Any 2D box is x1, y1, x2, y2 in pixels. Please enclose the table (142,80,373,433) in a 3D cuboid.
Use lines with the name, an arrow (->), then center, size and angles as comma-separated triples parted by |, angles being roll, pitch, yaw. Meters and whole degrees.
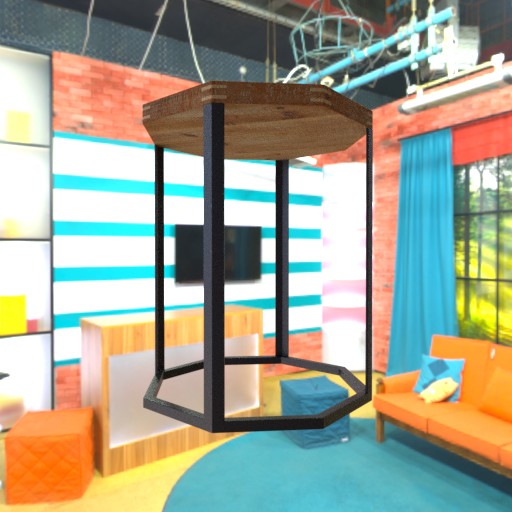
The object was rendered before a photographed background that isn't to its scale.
table -> 0.000, 0.000, 0.901 | 0.458, 0.543, 0.458 | 0, 1, 17
